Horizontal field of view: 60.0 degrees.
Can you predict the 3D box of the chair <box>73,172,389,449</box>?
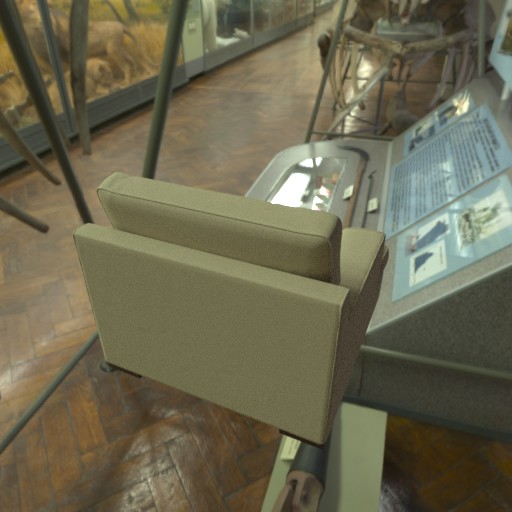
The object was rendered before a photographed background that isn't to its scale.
[{"bbox_3d":[0.000,0.000,2.216,1.293,1.005,1.274,9,34,14],"label":"chair"}]
